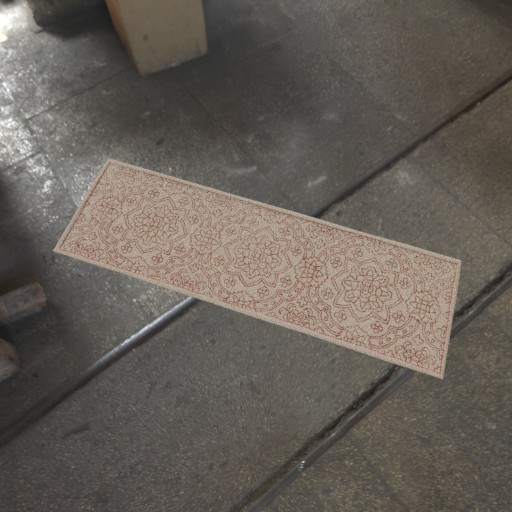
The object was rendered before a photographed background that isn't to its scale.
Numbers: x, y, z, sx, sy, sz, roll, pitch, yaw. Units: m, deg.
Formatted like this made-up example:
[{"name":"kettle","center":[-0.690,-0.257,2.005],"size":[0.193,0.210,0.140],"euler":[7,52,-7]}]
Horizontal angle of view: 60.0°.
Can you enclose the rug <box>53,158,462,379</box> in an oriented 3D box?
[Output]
[{"name":"rug","center":[0.000,0.000,2.772],"size":[2.448,0.012,0.769],"euler":[17,66,8]}]
